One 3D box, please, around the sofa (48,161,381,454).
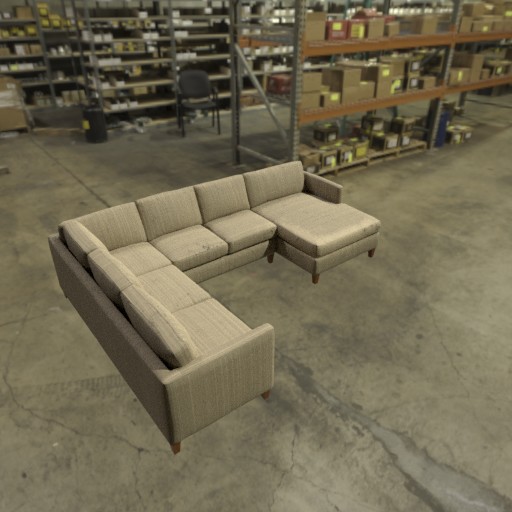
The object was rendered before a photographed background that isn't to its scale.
[{"bbox_3d":[0.000,0.000,4.678,3.460,0.961,2.594,-21,36,-32],"label":"sofa"}]
